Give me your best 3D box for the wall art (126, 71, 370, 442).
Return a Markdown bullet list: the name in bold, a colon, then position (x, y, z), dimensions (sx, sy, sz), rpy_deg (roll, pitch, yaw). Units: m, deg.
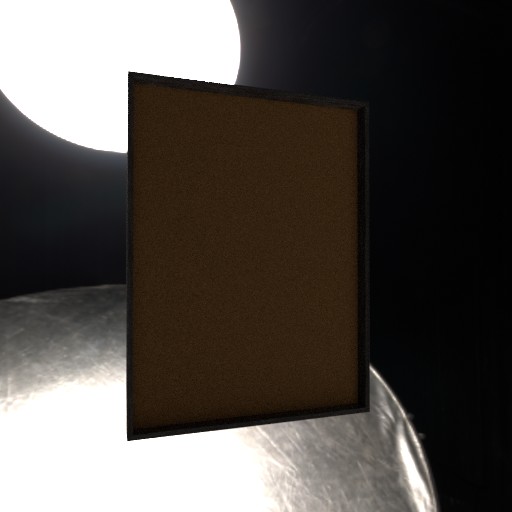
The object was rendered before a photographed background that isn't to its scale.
- **wall art**: position (0.000, 0.000, 1.362), dimensions (0.762, 1.016, 0.063), rpy_deg (0, -1, -18)
